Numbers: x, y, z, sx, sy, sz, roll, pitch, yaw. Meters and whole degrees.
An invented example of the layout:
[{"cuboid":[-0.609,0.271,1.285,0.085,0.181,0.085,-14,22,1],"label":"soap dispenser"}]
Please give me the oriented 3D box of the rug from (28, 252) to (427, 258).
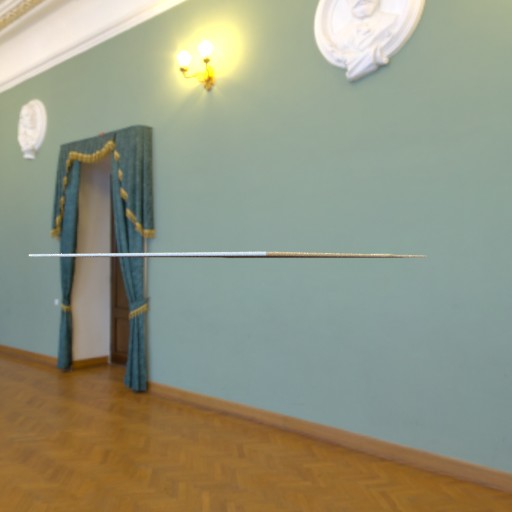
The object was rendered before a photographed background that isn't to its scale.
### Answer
[{"cuboid":[0.000,0.000,4.911,2.734,0.037,3.659,0,0,35],"label":"rug"}]
